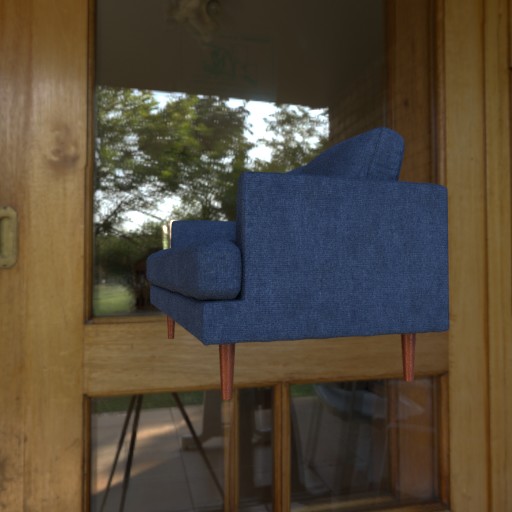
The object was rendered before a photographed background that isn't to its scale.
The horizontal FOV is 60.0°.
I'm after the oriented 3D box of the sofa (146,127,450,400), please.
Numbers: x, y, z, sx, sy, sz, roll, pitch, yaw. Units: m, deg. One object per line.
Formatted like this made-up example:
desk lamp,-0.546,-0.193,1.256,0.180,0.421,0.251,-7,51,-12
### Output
sofa,0.000,0.000,2.117,0.903,0.944,1.582,1,-2,-19
